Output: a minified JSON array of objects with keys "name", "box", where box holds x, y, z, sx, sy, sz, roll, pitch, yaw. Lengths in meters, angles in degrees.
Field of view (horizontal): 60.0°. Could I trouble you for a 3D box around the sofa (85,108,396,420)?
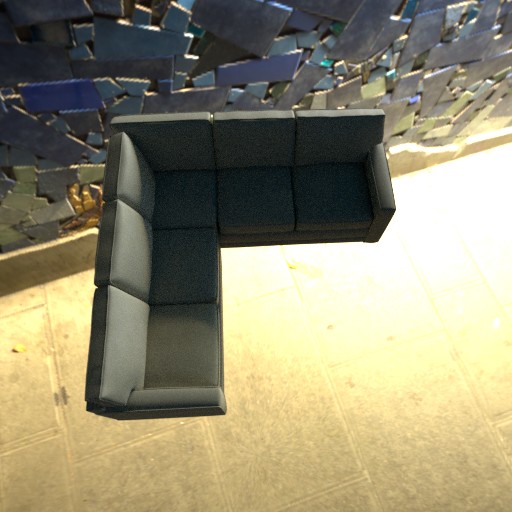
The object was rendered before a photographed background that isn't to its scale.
[{"name":"sofa","box":[0.000,0.000,3.370,2.211,0.936,2.188,-3,66,-1]}]
